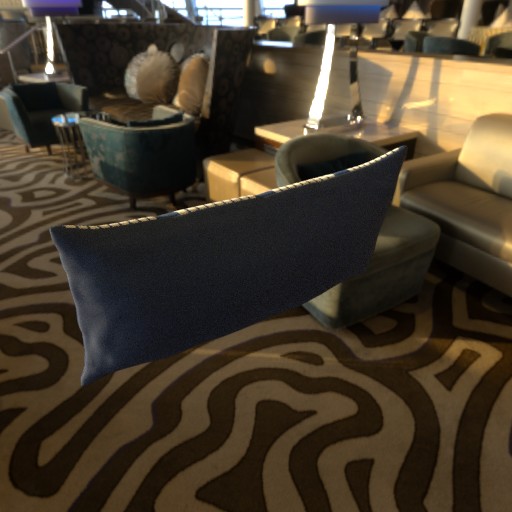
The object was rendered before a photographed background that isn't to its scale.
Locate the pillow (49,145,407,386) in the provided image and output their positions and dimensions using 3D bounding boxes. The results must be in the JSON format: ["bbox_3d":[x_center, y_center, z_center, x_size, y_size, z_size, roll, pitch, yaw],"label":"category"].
[{"bbox_3d":[0.000,0.000,0.736,0.608,0.292,0.156,-18,34,-29],"label":"pillow"}]
